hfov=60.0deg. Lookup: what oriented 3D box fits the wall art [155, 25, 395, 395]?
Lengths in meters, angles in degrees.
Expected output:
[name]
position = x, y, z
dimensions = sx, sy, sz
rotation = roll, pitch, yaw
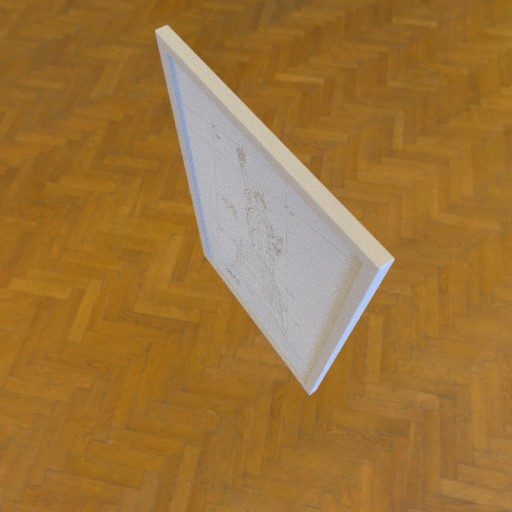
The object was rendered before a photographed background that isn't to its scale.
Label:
[wall art]
position = 0.000, 0.000, 1.007
dimensions = 0.026, 0.813, 0.556
rotation = -32, 67, -16
